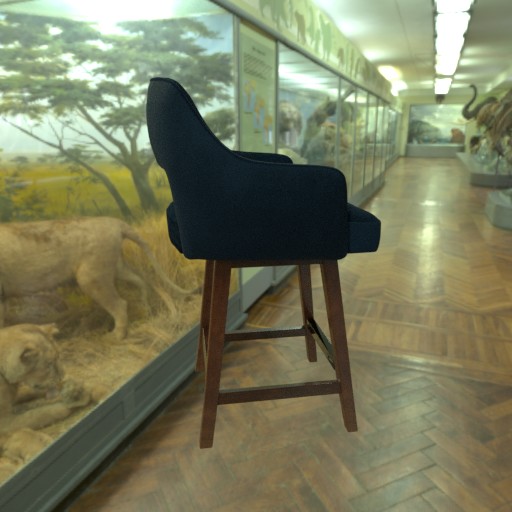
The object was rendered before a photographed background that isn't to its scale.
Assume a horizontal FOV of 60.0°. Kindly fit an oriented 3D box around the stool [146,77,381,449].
[{"bbox_3d":[0.000,0.000,1.281,0.560,0.940,0.550,-3,16,-9],"label":"stool"}]
